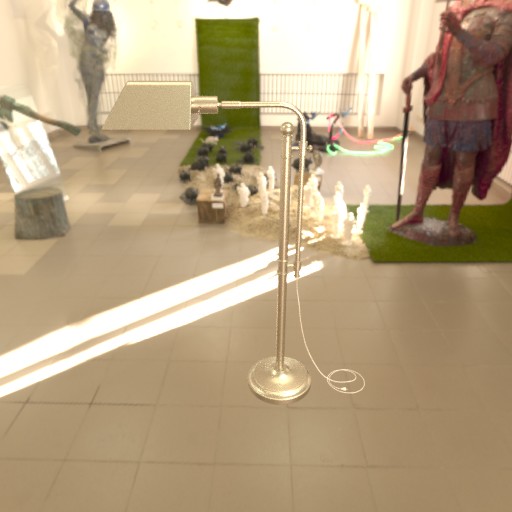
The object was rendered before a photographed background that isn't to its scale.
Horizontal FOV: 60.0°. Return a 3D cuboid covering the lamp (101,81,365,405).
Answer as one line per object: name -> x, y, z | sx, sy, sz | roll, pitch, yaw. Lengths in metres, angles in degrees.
lamp -> 0.000, 0.000, 0.959 | 0.546, 0.708, 0.159 | 0, 27, 1
